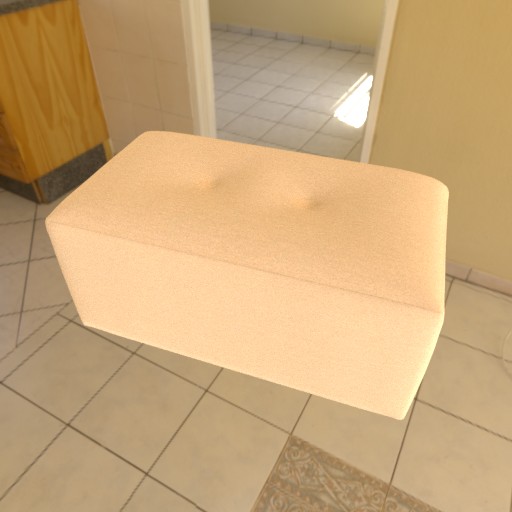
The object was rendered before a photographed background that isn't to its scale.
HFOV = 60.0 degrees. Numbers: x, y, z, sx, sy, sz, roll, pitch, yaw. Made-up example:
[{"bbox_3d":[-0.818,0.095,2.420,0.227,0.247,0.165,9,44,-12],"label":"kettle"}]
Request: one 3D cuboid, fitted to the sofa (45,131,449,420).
[{"bbox_3d":[0.000,0.000,1.214,0.930,0.470,0.480,13,43,14],"label":"sofa"}]
